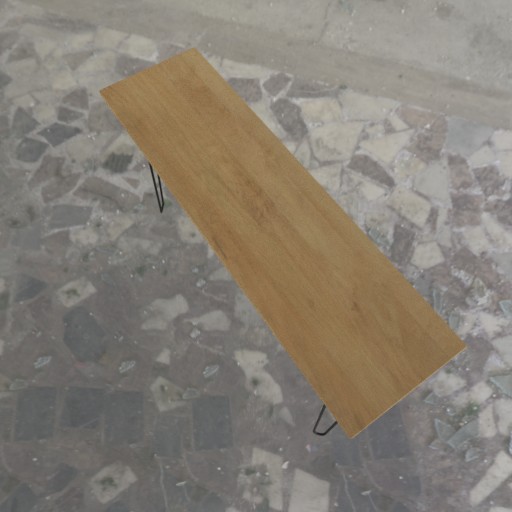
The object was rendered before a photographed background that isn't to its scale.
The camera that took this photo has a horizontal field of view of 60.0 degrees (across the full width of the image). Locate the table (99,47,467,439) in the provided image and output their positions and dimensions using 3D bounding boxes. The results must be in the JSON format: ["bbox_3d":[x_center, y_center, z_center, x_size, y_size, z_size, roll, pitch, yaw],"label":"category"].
[{"bbox_3d":[0.000,0.000,1.737,0.399,0.799,1.400,-32,68,-15],"label":"table"}]
